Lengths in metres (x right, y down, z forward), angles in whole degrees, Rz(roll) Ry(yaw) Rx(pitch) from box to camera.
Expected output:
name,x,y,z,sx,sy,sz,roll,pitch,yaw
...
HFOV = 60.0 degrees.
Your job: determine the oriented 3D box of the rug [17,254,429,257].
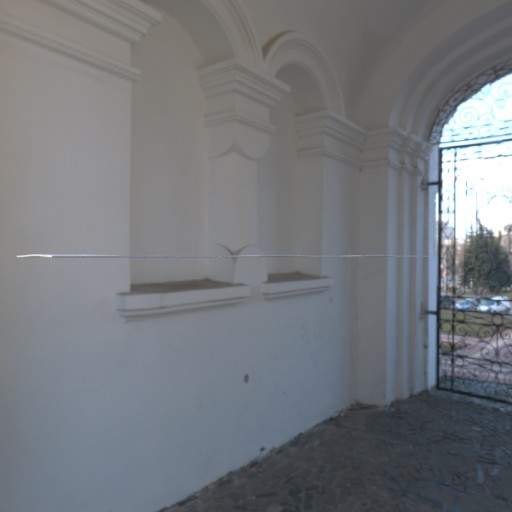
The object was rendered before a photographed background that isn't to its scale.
name,x,y,z,sx,sy,sz,roll,pitch,yaw
rug,0.000,0.000,2.657,2.439,0.013,0.762,0,0,-37
